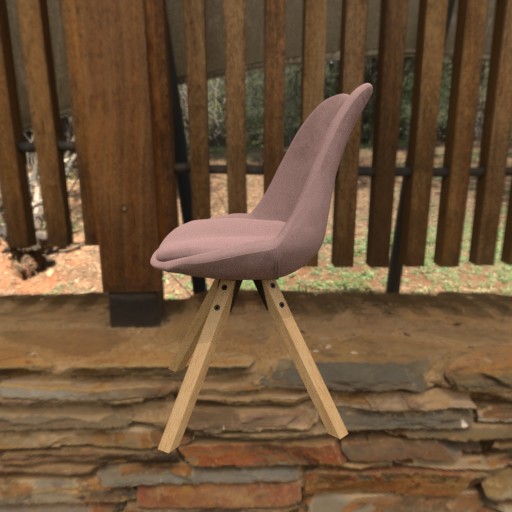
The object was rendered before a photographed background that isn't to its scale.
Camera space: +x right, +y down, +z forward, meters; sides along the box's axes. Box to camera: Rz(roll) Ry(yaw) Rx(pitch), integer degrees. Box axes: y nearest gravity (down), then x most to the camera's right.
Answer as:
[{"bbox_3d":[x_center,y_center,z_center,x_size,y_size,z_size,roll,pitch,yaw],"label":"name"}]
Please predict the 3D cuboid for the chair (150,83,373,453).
[{"bbox_3d":[0.000,0.000,1.187,0.550,0.850,0.485,-2,14,-7],"label":"chair"}]
